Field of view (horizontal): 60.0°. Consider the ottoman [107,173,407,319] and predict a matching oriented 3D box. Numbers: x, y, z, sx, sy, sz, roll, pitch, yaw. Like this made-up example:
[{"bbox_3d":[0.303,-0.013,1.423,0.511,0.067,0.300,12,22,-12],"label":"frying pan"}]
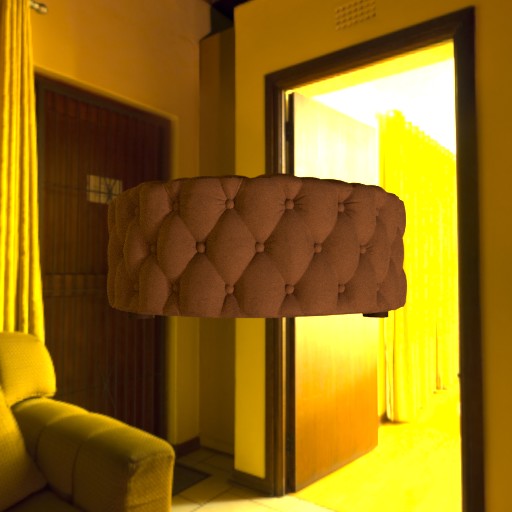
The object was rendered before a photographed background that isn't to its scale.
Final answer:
[{"bbox_3d":[0.000,0.000,1.546,0.998,0.399,0.998,0,-2,0],"label":"ottoman"}]
